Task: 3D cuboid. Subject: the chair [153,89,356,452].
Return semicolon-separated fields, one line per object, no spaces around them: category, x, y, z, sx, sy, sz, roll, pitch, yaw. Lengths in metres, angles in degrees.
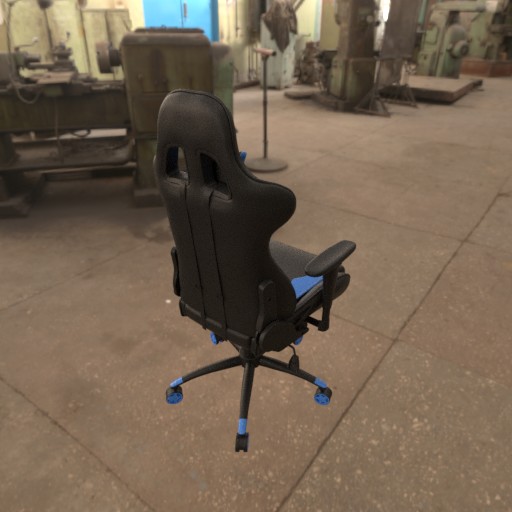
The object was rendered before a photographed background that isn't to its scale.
chair;0.000;0.000;1.721;0.695;1.282;0.730;21;36;33
